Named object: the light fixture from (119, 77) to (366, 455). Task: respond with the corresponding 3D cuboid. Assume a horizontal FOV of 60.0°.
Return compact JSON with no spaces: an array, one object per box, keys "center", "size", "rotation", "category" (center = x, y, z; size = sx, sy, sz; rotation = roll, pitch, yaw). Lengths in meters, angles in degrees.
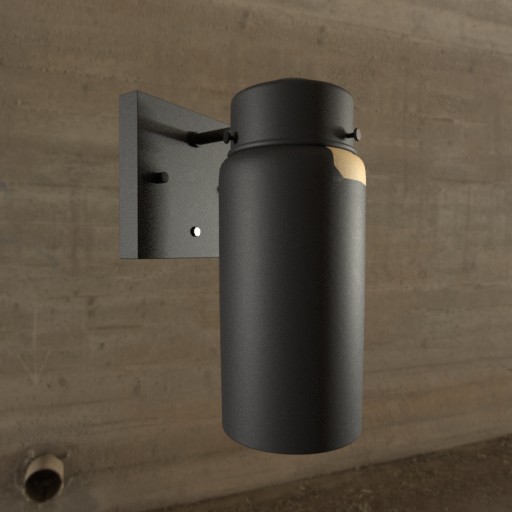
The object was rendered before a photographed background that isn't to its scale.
[{"center":[0.000,0.000,0.357],"size":[0.176,0.257,0.130],"rotation":[0,1,35],"category":"light fixture"}]
